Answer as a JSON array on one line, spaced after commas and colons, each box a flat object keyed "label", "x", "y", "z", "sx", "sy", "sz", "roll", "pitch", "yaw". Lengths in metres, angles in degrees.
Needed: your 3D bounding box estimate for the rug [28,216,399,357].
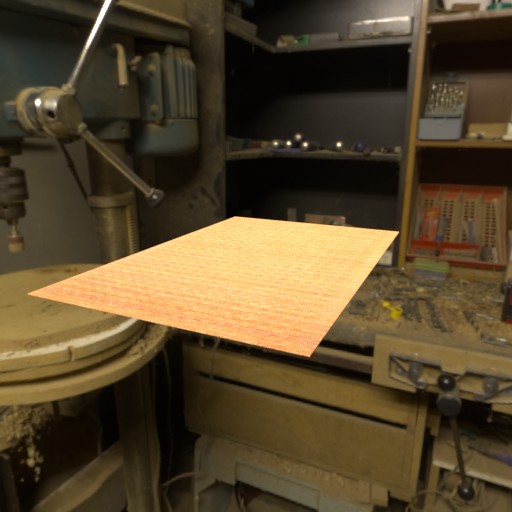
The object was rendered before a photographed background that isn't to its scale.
[{"label": "rug", "x": 0.000, "y": 0.000, "z": 2.963, "sx": 1.524, "sy": 0.006, "sz": 2.285, "roll": 7, "pitch": 18, "yaw": 24}]
